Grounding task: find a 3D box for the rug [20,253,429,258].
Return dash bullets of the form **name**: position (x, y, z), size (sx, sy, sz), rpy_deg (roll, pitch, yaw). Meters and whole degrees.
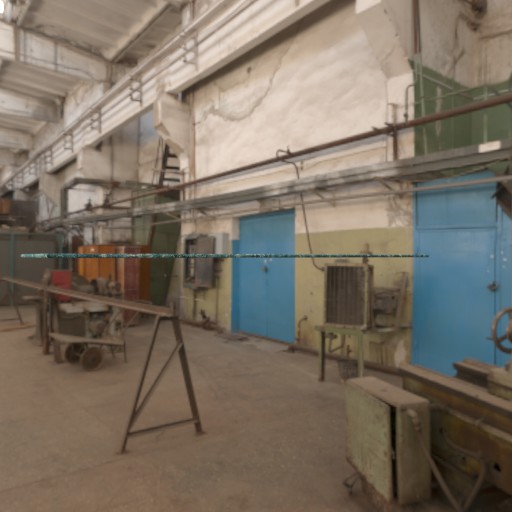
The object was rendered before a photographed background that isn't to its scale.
- **rug**: position (0.000, 0.000, 2.503), size (2.286, 0.016, 0.676), rpy_deg (0, 0, -35)
